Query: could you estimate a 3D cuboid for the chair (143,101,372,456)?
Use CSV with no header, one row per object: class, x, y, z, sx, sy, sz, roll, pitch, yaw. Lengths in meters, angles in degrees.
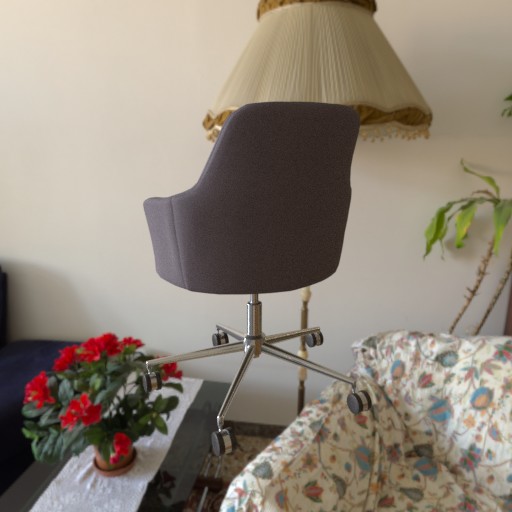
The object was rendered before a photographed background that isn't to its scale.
chair,0.000,0.000,1.299,0.655,0.820,0.600,-7,16,-26
